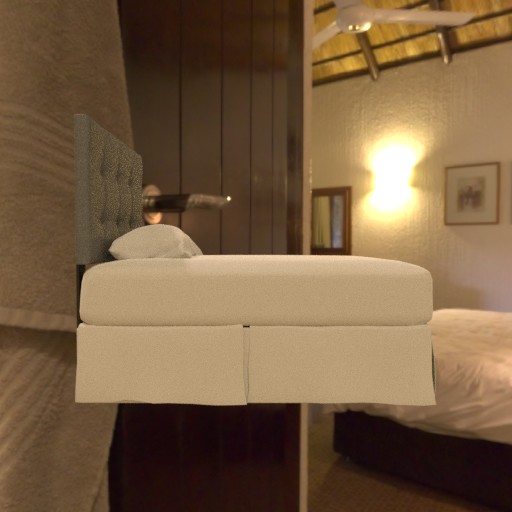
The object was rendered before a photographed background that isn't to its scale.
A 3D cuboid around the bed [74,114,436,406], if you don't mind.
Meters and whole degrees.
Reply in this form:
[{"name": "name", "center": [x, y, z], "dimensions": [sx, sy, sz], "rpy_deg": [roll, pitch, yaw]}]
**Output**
[{"name": "bed", "center": [0.000, 0.000, 2.961], "dimensions": [1.997, 1.571, 1.261], "rpy_deg": [0, 2, 0]}]
